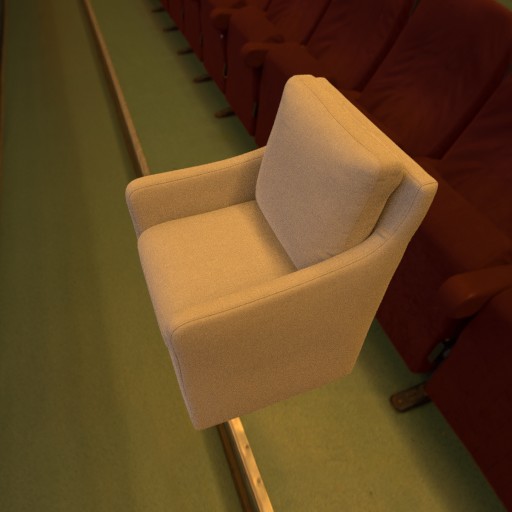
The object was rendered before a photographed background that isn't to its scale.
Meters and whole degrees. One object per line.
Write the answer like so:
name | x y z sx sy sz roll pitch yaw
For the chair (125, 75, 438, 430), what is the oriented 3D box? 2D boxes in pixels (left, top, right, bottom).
chair | 0.000 0.000 1.409 0.694 0.914 0.626 -16 49 -14
